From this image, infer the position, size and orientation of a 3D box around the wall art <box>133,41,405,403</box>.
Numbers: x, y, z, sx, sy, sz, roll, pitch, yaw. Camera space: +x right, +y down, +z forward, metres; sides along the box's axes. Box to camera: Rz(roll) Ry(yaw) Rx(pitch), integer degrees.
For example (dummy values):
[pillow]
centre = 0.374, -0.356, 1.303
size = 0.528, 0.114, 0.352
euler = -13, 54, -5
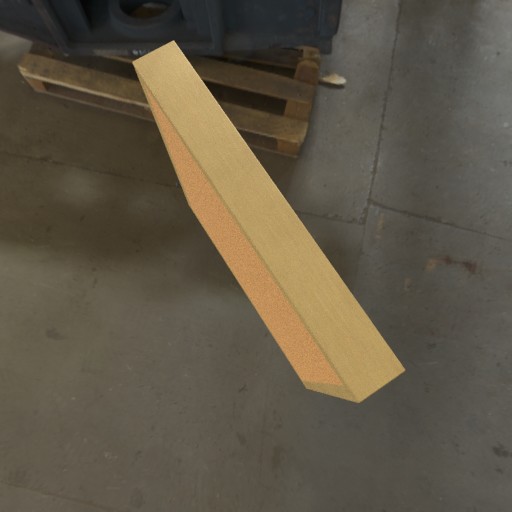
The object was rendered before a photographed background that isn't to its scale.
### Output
[wall art]
centre = 0.000, 0.000, 0.467
size = 0.038, 0.305, 0.305
euler = -32, 77, -8
